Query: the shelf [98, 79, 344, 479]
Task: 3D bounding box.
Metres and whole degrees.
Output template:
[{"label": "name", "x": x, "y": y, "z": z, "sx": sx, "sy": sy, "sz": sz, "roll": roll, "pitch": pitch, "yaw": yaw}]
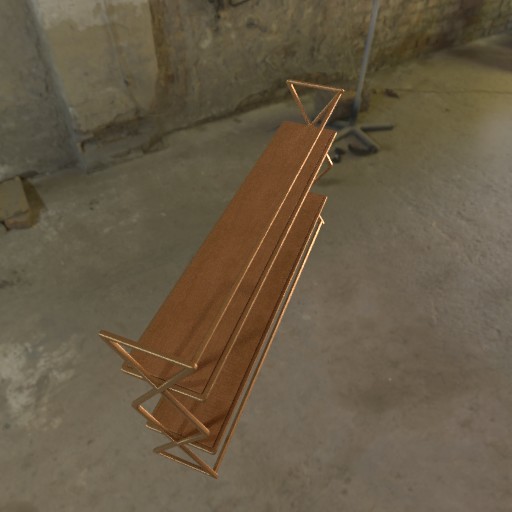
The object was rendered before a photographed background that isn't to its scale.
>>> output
[{"label": "shelf", "x": 0.000, "y": 0.000, "z": 1.015, "sx": 0.150, "sy": 0.450, "sz": 0.822, "roll": 16, "pitch": 49, "yaw": 14}]
